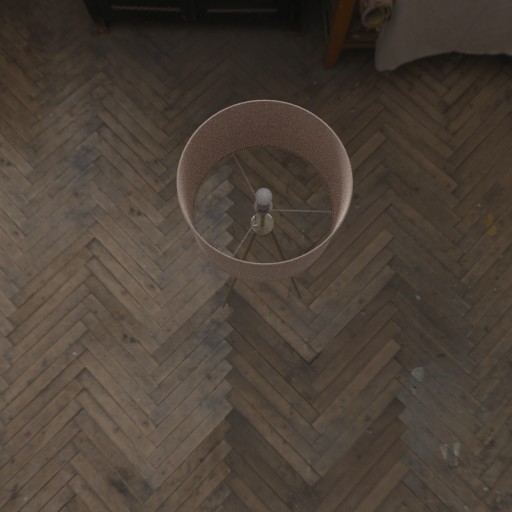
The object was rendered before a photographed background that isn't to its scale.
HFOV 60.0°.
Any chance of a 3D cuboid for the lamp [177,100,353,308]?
[{"bbox_3d":[0.000,0.000,1.775,0.460,1.545,0.449,-38,80,-8],"label":"lamp"}]
